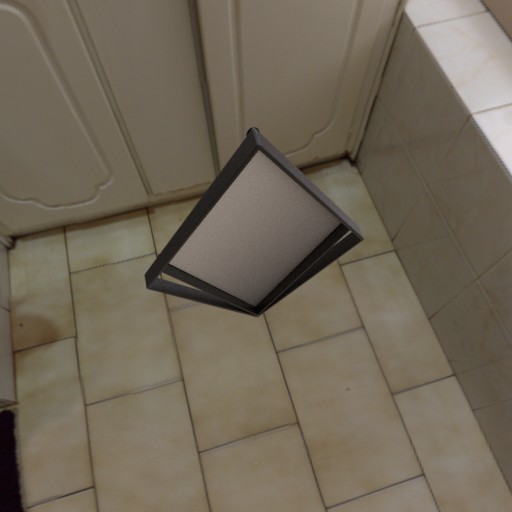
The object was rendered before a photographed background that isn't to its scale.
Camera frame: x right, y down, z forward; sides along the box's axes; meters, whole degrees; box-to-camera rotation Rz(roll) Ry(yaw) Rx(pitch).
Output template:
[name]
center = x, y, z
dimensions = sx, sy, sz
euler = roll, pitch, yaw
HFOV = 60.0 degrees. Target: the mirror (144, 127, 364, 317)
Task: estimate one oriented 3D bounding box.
[mirror]
center = 0.000, 0.000, 0.835
dimensions = 0.419, 0.679, 0.032
euler = -13, 66, -6
